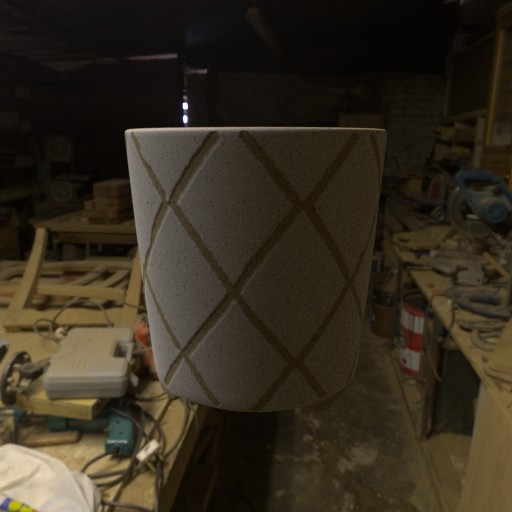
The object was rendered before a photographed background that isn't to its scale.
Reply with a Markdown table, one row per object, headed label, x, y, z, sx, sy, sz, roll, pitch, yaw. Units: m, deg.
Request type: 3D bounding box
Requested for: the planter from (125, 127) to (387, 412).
| label | x | y | z | sx | sy | sz | roll | pitch | yaw |
| --- | --- | --- | --- | --- | --- | --- | --- | --- | --- |
| planter | 0.000 | 0.000 | 0.430 | 0.228 | 0.235 | 0.228 | 0 | 15 | 0 |
